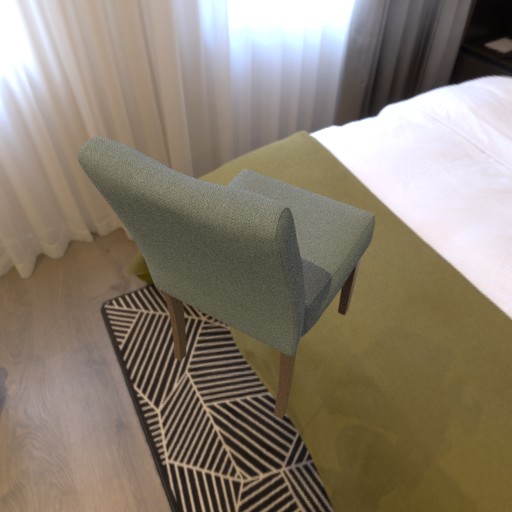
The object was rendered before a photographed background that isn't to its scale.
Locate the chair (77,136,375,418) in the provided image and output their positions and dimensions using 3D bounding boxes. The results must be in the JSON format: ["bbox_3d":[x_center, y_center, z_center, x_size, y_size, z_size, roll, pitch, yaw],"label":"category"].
[{"bbox_3d":[0.000,0.000,1.235,0.487,0.882,0.629,23,50,21],"label":"chair"}]
